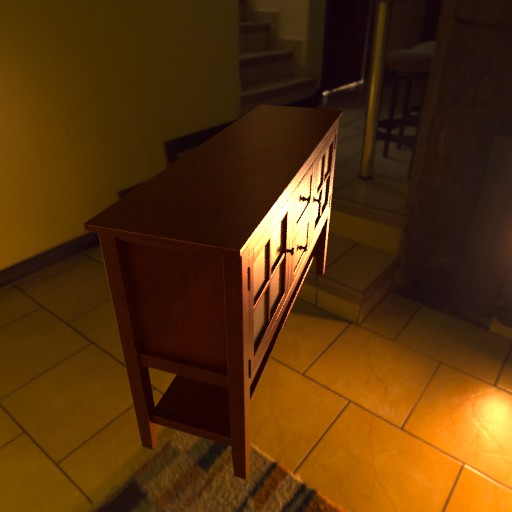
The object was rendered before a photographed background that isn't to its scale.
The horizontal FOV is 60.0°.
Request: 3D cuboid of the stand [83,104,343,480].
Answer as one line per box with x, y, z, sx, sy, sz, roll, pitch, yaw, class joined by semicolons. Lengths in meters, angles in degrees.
0.000;0.000;1.774;0.410;0.872;1.362;10;32;16;stand
